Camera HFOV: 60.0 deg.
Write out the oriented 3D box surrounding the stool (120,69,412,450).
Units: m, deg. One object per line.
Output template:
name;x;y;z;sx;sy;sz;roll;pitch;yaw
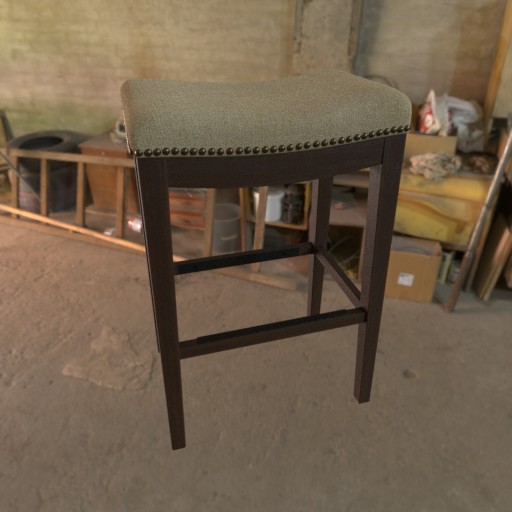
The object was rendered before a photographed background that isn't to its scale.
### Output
stool;0.000;0.000;1.036;0.509;0.768;0.363;-9;33;-14
